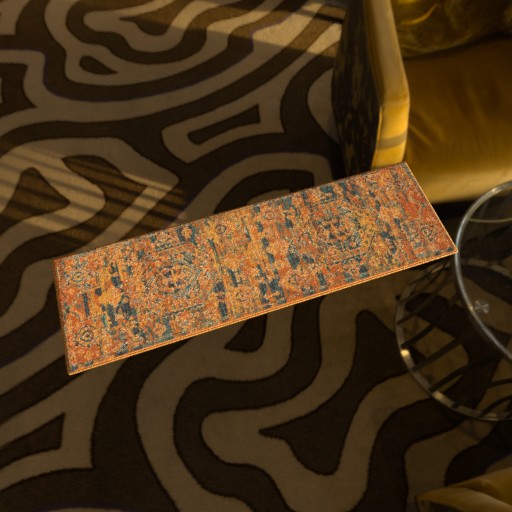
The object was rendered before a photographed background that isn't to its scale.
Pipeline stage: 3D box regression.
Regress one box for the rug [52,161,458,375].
[{"bbox_3d":[0.000,0.000,2.070,1.820,0.013,0.556,-17,65,-8],"label":"rug"}]
